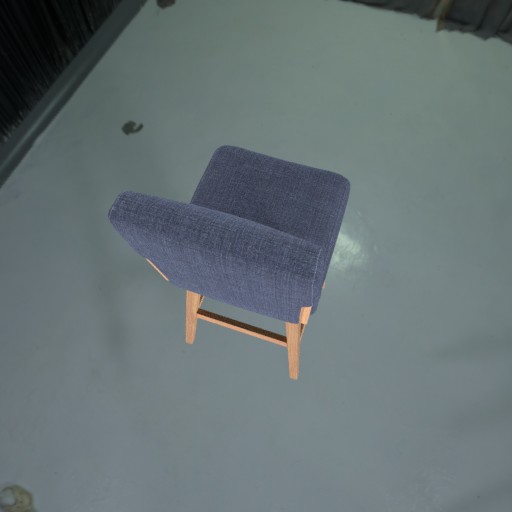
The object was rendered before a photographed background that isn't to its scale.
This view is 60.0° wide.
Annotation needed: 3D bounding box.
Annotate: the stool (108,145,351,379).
[{"bbox_3d":[0.000,0.000,1.407,0.483,1.112,0.570,17,64,9],"label":"stool"}]
